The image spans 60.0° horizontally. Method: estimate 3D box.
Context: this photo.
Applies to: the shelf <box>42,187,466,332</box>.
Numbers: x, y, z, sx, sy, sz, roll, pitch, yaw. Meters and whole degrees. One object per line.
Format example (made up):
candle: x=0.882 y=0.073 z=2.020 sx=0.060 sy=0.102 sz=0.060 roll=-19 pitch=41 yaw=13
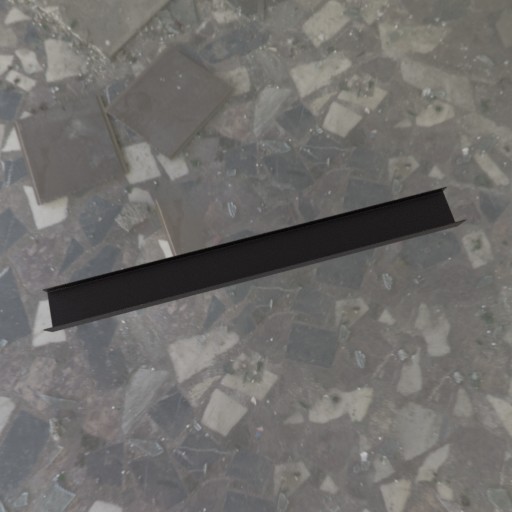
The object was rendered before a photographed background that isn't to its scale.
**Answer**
shelf: x=0.000 y=0.000 z=0.969 sx=0.924 sy=0.049 sz=0.092 roll=-14 pitch=76 yaw=-4
